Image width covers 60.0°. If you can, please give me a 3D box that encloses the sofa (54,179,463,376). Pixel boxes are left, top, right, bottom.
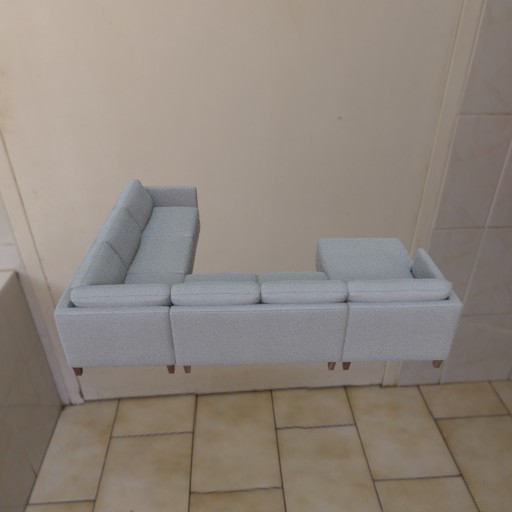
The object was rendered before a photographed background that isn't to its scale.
[{"bbox_3d":[0.000,0.000,4.640,3.238,0.853,2.551,-1,32,-1],"label":"sofa"}]
